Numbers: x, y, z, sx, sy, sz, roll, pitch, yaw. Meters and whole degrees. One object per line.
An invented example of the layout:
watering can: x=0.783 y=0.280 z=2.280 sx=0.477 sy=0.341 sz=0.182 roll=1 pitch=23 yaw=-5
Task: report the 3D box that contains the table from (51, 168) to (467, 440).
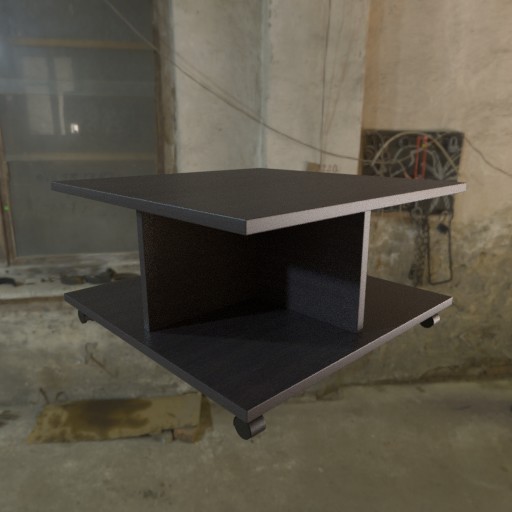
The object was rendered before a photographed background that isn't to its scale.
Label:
table: x=0.000 y=0.000 z=1.197 sx=0.762 sy=0.396 sz=0.762 roll=-14 pitch=20 yaw=-42
